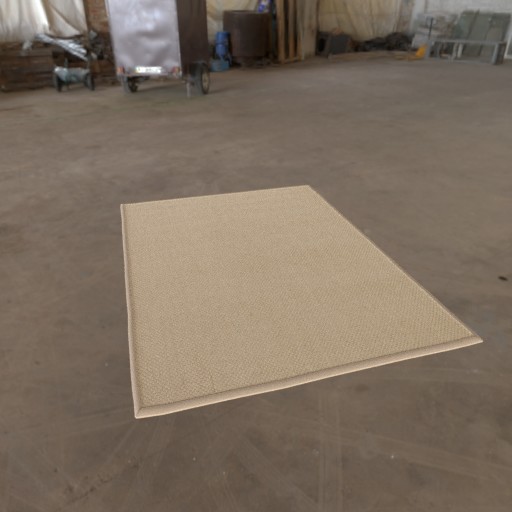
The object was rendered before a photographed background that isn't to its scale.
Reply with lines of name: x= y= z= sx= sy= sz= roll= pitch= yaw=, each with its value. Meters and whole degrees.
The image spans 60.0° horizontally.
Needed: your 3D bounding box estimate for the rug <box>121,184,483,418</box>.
rug: x=0.000 y=0.000 z=2.655 sx=1.525 sy=0.020 sz=2.081 roll=-8 pitch=31 yaw=-14
